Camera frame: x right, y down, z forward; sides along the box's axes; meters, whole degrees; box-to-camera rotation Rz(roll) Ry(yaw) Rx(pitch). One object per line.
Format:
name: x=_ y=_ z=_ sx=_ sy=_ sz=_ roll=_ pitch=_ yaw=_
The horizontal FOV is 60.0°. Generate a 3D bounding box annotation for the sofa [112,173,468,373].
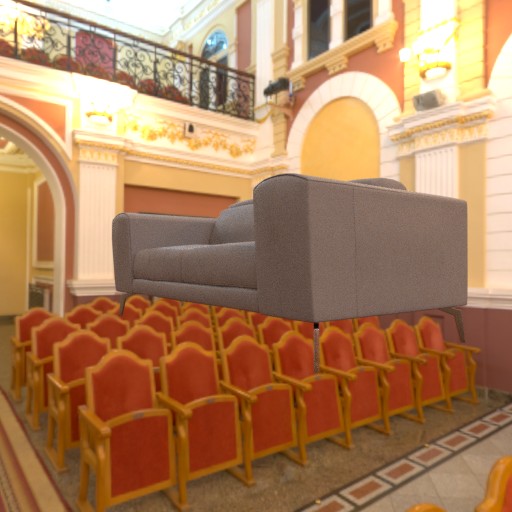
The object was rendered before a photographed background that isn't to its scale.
sofa: x=0.000 y=0.000 z=2.434 sx=1.003 sy=0.779 sz=1.895 roll=0 pitch=-1 yaw=-36
